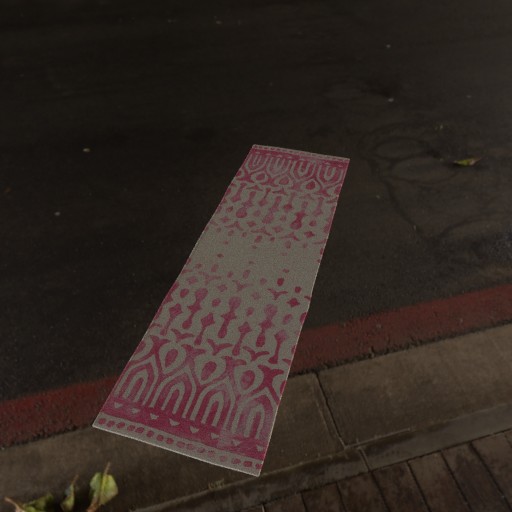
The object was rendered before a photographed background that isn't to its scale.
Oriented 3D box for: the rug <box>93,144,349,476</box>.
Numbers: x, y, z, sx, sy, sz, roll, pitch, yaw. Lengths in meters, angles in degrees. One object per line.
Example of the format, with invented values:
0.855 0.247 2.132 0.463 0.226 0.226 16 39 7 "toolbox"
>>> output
0.000 0.000 2.717 0.787 0.011 2.458 12 47 12 "rug"
